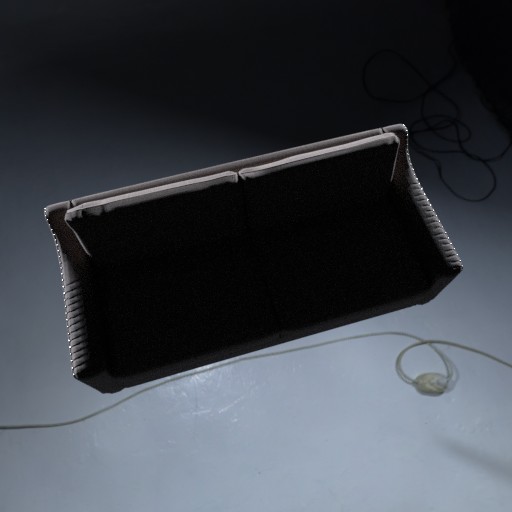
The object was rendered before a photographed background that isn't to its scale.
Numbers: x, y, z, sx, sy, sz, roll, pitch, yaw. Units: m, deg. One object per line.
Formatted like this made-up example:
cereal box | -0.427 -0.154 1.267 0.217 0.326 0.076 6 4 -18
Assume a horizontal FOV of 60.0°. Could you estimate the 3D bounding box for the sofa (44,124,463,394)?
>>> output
sofa | 0.000 0.000 2.671 2.208 0.857 1.000 -15 65 -7
